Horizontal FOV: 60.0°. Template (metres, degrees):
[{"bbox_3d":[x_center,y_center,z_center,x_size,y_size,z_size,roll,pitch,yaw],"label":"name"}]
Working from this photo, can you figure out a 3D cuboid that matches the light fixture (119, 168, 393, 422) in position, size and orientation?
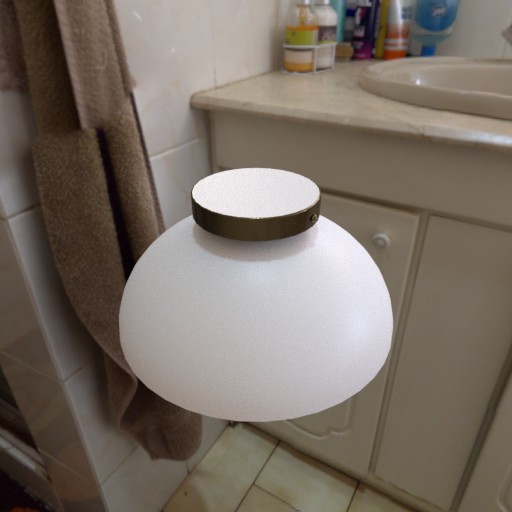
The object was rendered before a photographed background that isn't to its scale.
[{"bbox_3d":[0.000,0.000,0.552,0.355,0.177,0.355,0,31,0],"label":"light fixture"}]
